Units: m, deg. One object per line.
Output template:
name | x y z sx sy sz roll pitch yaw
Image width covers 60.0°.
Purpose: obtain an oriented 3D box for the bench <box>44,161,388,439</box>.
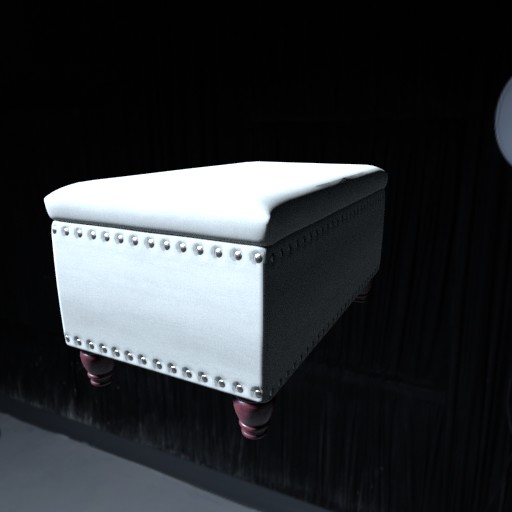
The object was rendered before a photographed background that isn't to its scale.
bench | 0.000 0.000 1.197 0.500 0.449 0.887 8 17 26
